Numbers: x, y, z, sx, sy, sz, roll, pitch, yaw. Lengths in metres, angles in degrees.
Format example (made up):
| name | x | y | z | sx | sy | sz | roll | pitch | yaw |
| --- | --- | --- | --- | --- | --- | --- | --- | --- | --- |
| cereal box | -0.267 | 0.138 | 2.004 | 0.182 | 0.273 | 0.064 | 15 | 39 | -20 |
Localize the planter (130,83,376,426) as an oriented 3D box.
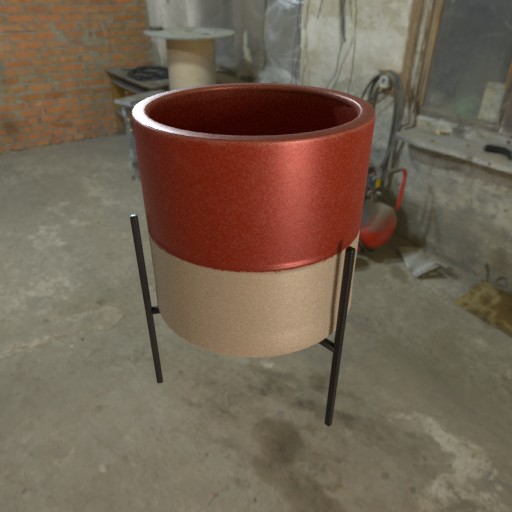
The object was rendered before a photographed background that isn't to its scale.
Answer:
| name | x | y | z | sx | sy | sz | roll | pitch | yaw |
| --- | --- | --- | --- | --- | --- | --- | --- | --- | --- |
| planter | 0.000 | 0.000 | 0.530 | 0.235 | 0.354 | 0.251 | 9 | 33 | 14 |
